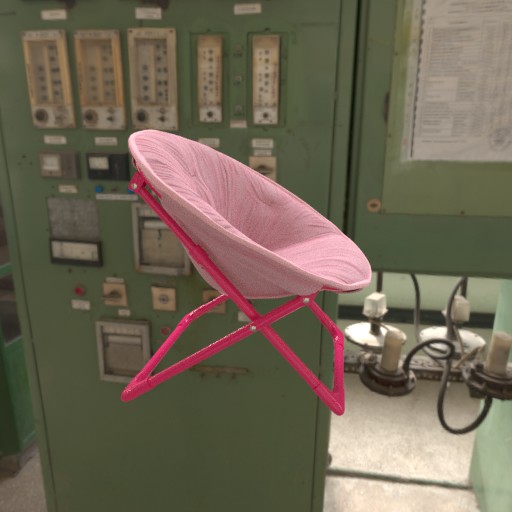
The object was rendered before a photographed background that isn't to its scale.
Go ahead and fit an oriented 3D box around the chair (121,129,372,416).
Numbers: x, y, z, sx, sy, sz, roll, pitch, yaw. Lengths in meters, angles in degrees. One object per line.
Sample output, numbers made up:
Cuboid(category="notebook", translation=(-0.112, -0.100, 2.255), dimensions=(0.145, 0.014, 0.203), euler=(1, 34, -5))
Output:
Cuboid(category="chair", translation=(0.000, 0.000, 0.904), dimensions=(0.459, 0.494, 0.522), euler=(3, 17, 10))
